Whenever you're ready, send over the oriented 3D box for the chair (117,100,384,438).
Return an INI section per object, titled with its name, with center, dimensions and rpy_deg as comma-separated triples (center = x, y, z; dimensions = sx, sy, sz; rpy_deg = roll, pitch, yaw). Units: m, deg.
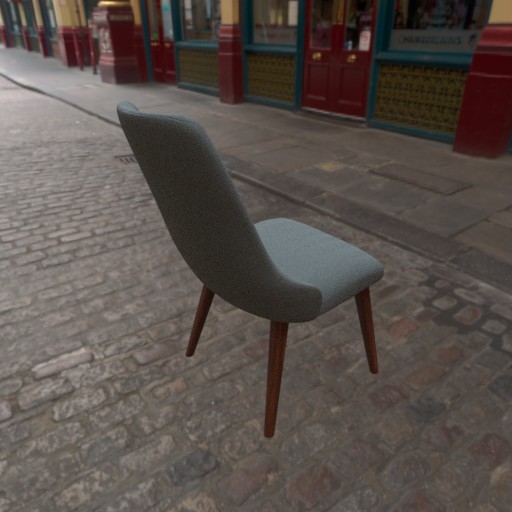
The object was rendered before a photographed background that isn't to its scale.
[chair]
center = 0.000, 0.000, 1.340
dimensions = 0.707, 0.918, 0.535
rpy_deg = -19, 32, -33
